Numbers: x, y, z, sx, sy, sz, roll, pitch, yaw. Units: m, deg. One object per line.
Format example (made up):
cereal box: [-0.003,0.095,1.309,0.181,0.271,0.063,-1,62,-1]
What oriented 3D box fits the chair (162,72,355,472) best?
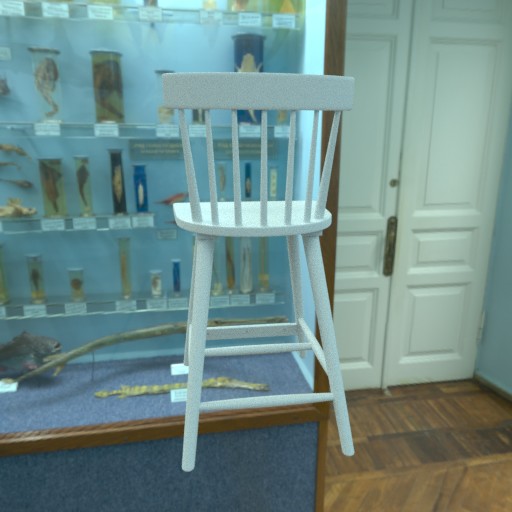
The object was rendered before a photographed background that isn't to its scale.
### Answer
chair: [0.000,0.000,1.282,0.483,0.952,0.572,-2,14,-7]
